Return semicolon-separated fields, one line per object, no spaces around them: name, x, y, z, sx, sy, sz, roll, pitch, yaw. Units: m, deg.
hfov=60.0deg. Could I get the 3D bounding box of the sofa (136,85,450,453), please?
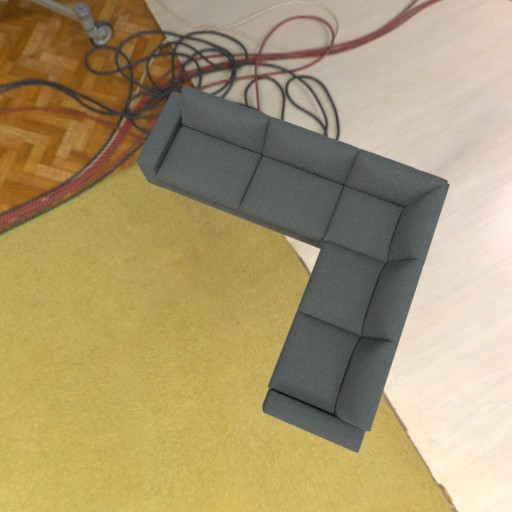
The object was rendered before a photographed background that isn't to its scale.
sofa;0.000;0.000;4.788;3.277;0.965;2.895;22;77;5
